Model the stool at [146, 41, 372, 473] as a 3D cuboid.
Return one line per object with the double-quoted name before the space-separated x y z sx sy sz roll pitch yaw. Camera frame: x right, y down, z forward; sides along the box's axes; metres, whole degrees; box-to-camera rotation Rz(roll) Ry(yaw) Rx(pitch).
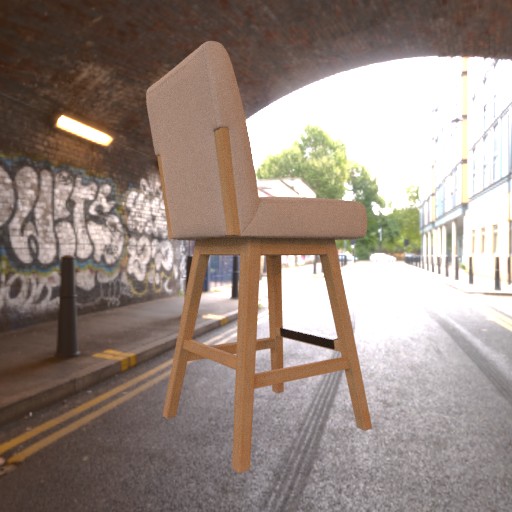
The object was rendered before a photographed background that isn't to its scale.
"stool" 0.000 0.000 1.322 0.543 1.015 0.446 0 1 -35
